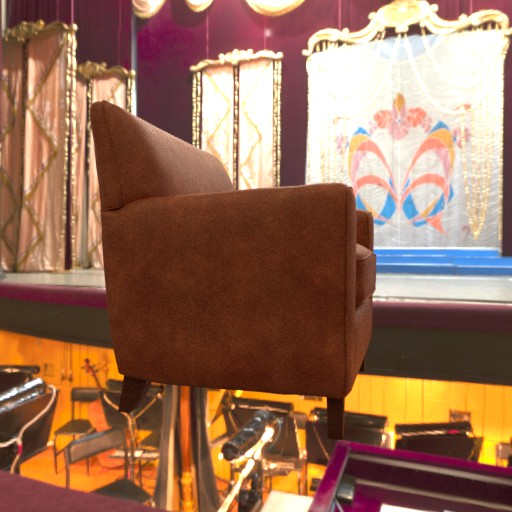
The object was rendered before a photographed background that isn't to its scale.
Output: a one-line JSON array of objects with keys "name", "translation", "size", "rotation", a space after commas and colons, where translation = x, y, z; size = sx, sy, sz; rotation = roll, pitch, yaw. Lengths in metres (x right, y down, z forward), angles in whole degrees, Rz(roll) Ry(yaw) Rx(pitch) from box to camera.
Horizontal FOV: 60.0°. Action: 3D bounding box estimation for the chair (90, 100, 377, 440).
[{"name": "chair", "translation": [0.000, 0.000, 1.596], "size": [0.823, 0.943, 0.870], "rotation": [0, 1, 18]}]
